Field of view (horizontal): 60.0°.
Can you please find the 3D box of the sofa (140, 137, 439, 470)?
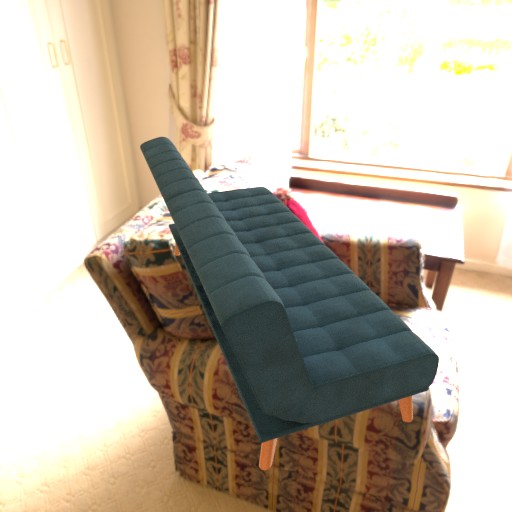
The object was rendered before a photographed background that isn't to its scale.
[{"bbox_3d":[0.000,0.000,2.274,0.855,0.813,1.804,-10,32,-17],"label":"sofa"}]
